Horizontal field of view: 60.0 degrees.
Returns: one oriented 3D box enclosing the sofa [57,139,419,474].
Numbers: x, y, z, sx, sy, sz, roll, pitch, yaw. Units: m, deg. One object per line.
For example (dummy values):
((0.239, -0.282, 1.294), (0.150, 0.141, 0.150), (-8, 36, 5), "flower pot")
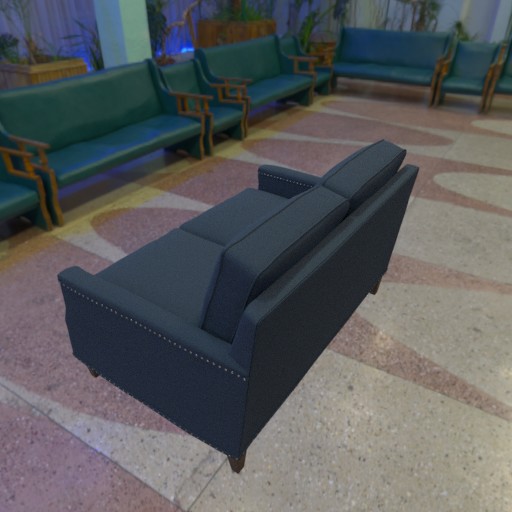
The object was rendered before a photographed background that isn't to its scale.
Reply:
((0.000, 0.000, 2.241), (1.084, 1.003, 1.597), (20, 38, 29), "sofa")
